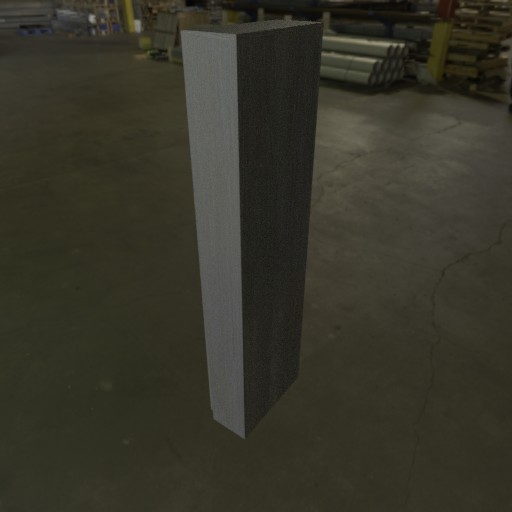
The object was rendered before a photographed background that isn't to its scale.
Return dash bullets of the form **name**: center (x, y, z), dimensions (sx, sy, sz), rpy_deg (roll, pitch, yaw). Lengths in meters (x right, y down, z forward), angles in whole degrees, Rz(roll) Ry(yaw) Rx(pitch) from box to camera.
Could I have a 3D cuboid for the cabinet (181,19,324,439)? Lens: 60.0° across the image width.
- **cabinet**: center (0.000, 0.000, 1.935), dimensions (0.230, 1.790, 0.500), rpy_deg (21, 38, 30)
